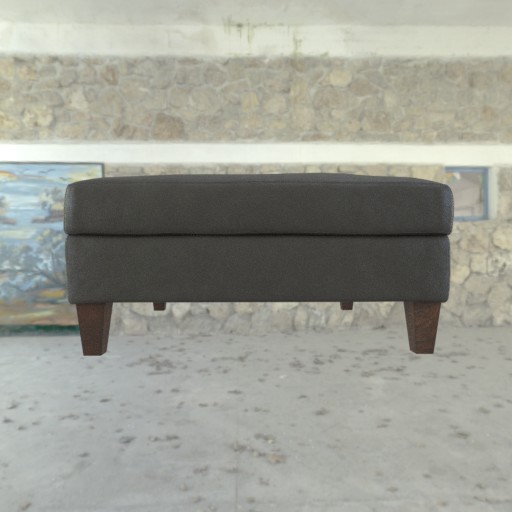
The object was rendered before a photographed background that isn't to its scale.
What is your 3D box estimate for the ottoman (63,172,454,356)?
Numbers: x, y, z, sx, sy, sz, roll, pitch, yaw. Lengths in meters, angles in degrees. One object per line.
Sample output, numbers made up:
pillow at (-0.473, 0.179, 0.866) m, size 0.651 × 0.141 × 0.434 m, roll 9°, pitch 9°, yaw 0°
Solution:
ottoman at (0.000, 0.000, 1.319) m, size 0.836 × 0.415 × 0.844 m, roll 0°, pitch 0°, yaw -1°
